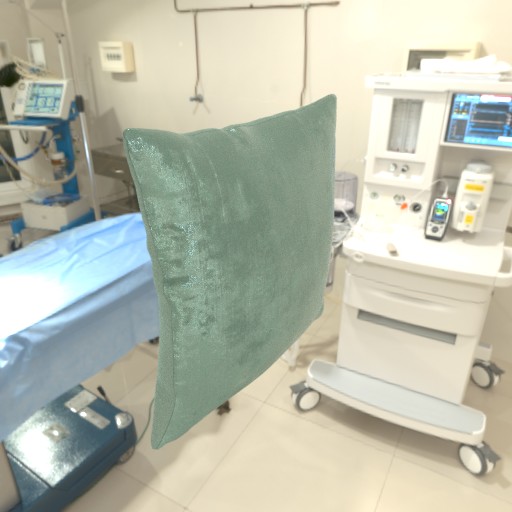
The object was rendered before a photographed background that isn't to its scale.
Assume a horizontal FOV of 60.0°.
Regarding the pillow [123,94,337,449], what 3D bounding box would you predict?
[{"bbox_3d":[0.000,0.000,0.711,0.175,0.464,0.470,18,31,32],"label":"pillow"}]
